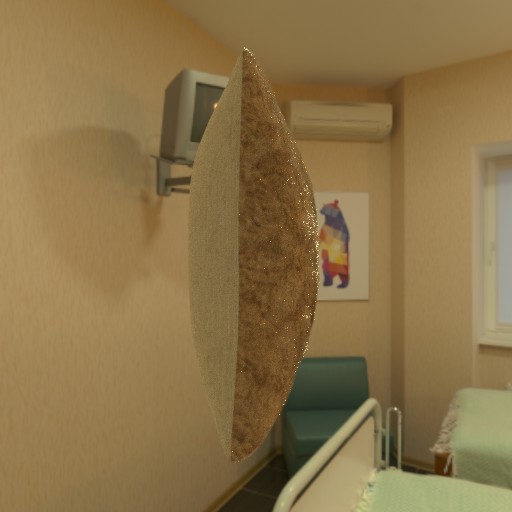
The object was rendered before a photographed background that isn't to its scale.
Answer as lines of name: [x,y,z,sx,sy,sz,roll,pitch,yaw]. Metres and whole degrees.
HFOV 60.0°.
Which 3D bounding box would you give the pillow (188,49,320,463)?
pillow: [0.000,0.000,0.803,0.216,0.525,0.538,0,0,-1]
